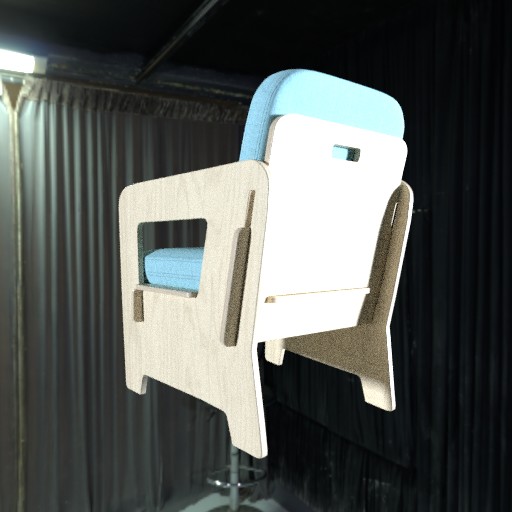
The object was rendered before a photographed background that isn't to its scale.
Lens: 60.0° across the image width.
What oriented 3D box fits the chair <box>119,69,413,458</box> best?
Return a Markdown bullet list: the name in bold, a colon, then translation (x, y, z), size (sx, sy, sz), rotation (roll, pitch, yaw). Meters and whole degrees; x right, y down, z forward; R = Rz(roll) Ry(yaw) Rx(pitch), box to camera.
- **chair**: translation (0.000, 0.000, 1.256), size (0.590, 0.800, 0.710), rotation (-1, 2, -37)
